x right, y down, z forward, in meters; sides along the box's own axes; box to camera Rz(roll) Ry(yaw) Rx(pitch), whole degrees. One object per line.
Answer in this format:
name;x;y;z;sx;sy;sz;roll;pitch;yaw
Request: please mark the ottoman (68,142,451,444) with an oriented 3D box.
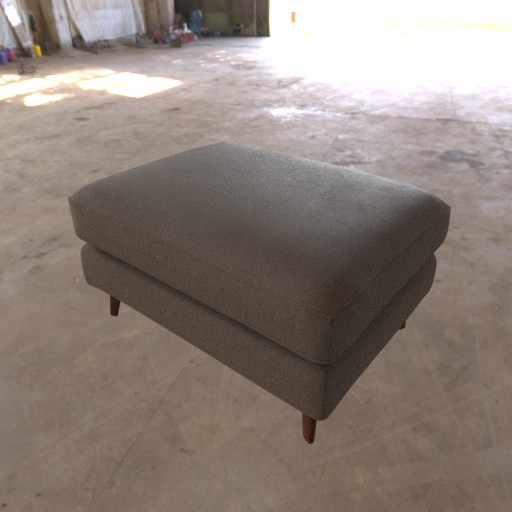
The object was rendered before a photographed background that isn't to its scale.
ottoman;0.000;0.000;1.184;0.811;0.449;0.608;22;37;33
